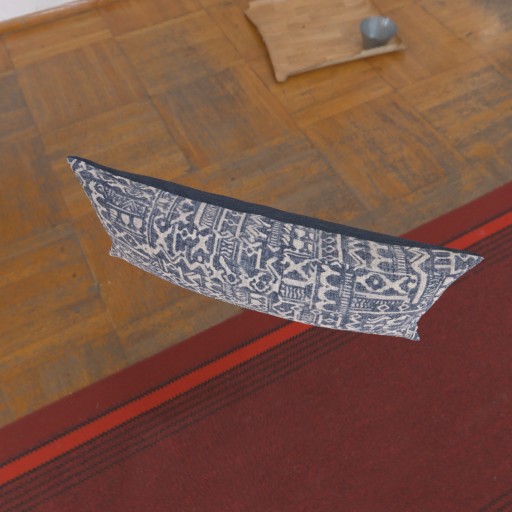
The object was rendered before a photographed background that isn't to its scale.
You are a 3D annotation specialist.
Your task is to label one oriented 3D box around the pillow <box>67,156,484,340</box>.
[{"bbox_3d":[0.000,0.000,0.742,0.631,0.292,0.148,15,60,9],"label":"pillow"}]
